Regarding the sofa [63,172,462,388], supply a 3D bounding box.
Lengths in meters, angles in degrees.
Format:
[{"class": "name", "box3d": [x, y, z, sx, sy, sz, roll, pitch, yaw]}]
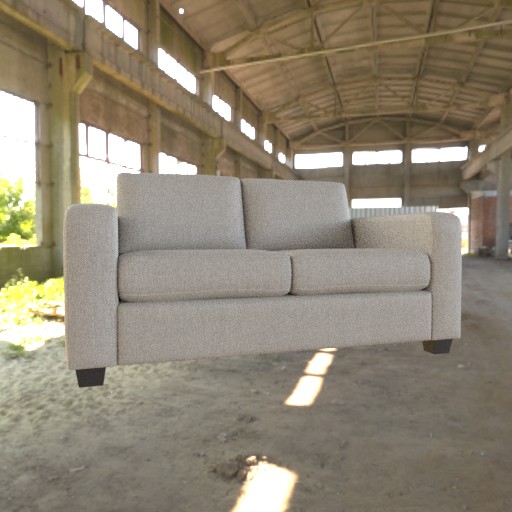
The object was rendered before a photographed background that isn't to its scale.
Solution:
[{"class": "sofa", "box3d": [0.000, 0.000, 2.021, 1.540, 0.800, 0.900, -1, 2, -18]}]
